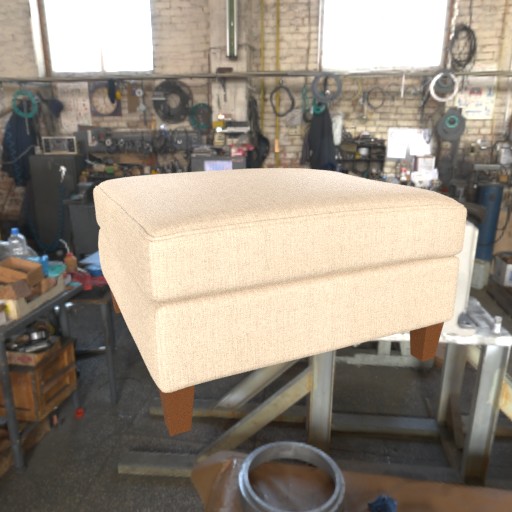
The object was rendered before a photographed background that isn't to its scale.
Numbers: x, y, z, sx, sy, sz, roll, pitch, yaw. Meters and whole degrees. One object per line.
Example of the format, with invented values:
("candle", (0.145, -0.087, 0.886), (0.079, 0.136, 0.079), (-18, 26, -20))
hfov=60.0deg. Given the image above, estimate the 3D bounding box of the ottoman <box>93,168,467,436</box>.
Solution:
("ottoman", (0.000, 0.000, 1.359), (0.838, 0.503, 0.838), (-8, 18, -25))
